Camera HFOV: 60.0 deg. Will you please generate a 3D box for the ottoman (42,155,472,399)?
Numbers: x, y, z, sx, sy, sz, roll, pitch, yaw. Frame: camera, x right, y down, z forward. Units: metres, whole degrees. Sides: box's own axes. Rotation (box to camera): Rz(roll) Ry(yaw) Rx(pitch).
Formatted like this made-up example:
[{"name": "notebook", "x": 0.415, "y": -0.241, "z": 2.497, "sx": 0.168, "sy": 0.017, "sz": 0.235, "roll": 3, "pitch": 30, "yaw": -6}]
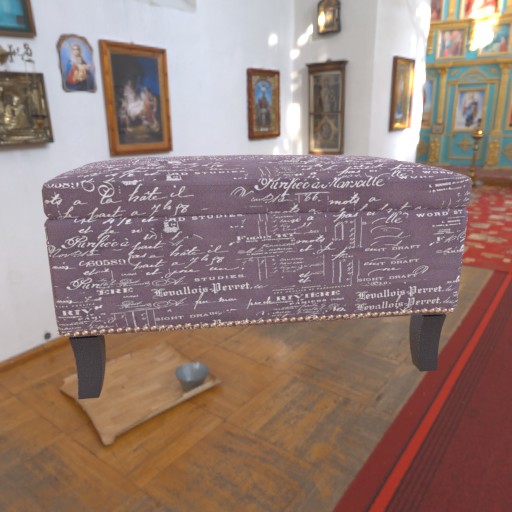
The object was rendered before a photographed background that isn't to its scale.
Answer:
[{"name": "ottoman", "x": 0.000, "y": 0.000, "z": 1.042, "sx": 0.813, "sy": 0.457, "sz": 0.406, "roll": -2, "pitch": 17, "yaw": -8}]
